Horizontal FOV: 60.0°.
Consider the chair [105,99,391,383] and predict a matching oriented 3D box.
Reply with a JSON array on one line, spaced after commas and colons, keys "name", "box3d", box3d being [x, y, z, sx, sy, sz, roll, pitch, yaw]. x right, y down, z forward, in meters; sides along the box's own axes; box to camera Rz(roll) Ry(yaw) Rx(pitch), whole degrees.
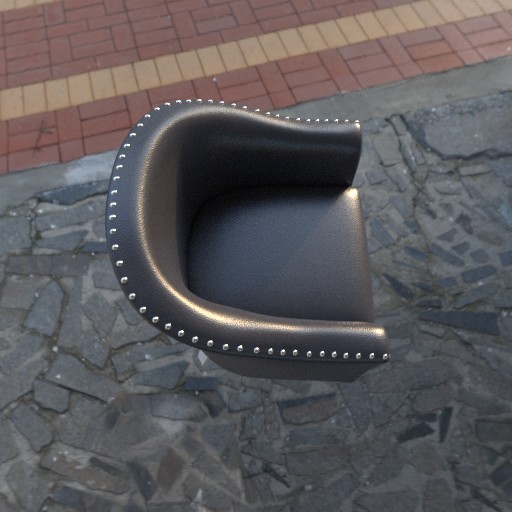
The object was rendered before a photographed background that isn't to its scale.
[{"name": "chair", "box3d": [0.000, 0.000, 1.477, 0.748, 0.823, 0.794, 0, 65, 0]}]
